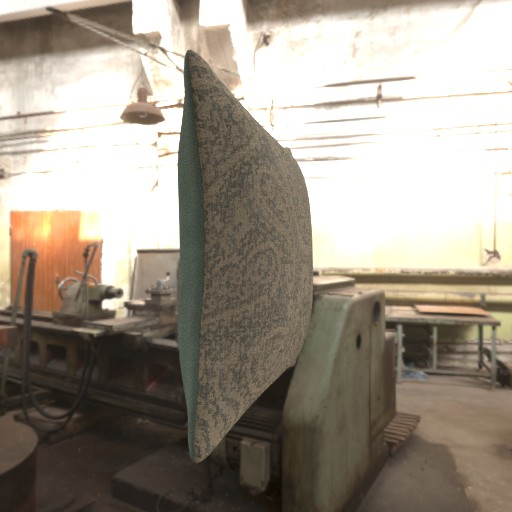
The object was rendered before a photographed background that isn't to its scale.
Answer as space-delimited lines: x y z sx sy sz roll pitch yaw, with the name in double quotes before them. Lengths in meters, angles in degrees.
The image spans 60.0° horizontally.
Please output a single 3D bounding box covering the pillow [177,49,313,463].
"pillow" 0.000 0.000 0.786 0.166 0.507 0.526 0 0 17
